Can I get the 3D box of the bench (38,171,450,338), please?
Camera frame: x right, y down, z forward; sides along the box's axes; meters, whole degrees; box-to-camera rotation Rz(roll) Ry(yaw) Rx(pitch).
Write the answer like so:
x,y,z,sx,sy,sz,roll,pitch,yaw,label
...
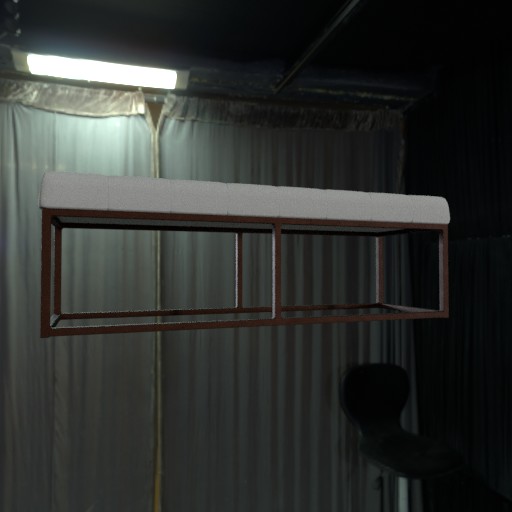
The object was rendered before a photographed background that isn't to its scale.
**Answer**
x,y,z,sx,sy,sz,roll,pitch,yaw,label
0.000,0.000,1.721,1.488,0.488,0.479,0,-1,-20,bench
